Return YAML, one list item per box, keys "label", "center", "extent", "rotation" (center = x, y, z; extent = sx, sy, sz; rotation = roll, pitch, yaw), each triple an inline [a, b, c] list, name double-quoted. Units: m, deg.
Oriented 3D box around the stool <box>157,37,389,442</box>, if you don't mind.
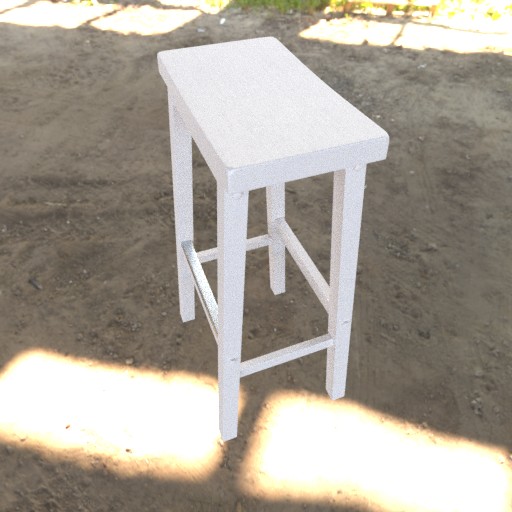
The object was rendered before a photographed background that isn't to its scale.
- label: "stool"
  center: [0.000, 0.000, 0.954]
  extent: [0.322, 0.742, 0.406]
  rotation: [-15, 47, -15]
